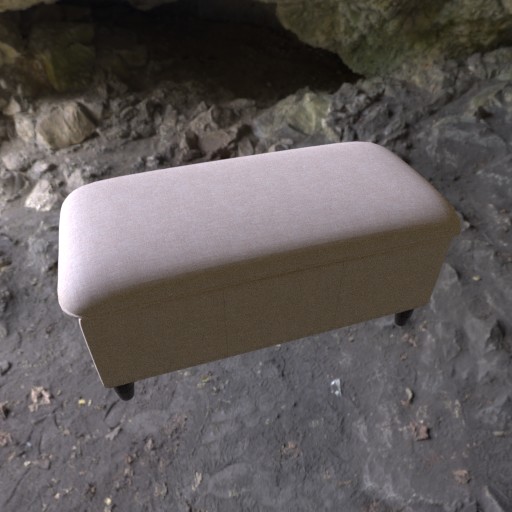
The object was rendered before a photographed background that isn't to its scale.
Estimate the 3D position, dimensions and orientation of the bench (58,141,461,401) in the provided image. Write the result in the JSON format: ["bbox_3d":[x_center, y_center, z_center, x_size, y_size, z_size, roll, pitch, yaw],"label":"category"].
[{"bbox_3d":[0.000,0.000,1.268,0.991,0.483,0.483,-12,42,-14],"label":"bench"}]
